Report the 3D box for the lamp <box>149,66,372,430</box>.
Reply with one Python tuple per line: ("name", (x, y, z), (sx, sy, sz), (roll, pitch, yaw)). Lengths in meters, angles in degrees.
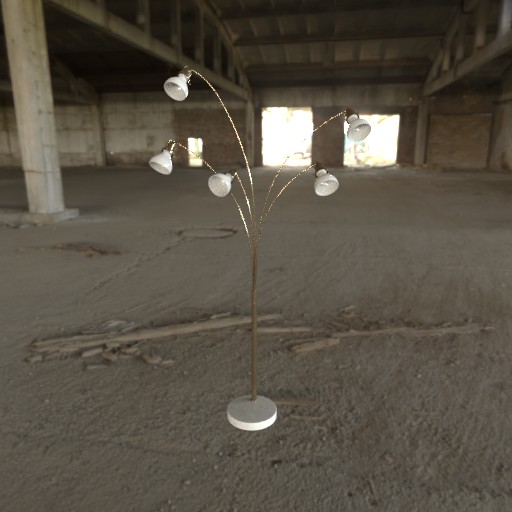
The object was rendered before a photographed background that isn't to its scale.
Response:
("lamp", (0.000, 0.000, 2.964), (1.405, 2.423, 0.361), (2, 14, 10))
